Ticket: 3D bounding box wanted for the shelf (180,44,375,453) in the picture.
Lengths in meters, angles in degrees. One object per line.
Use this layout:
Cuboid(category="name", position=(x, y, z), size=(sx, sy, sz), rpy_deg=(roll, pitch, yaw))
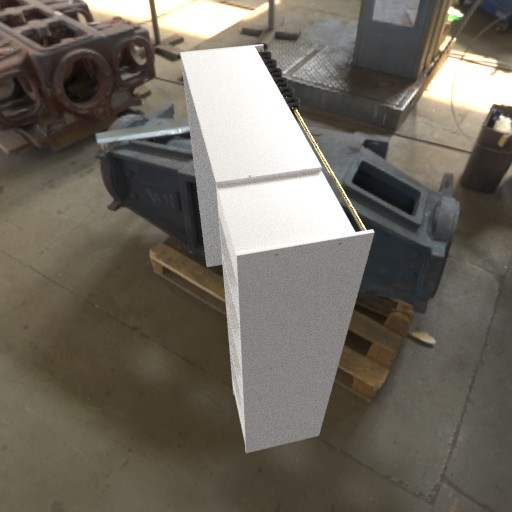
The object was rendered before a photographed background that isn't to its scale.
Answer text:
Cuboid(category="shelf", position=(0.000, 0.000, 2.659), size=(0.500, 1.810, 1.600), rpy_deg=(-10, 48, -9))
